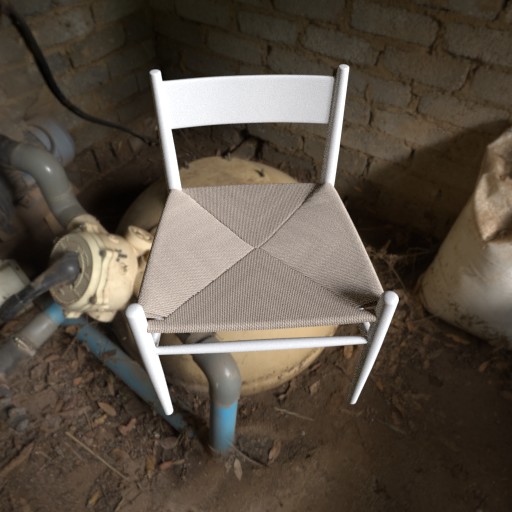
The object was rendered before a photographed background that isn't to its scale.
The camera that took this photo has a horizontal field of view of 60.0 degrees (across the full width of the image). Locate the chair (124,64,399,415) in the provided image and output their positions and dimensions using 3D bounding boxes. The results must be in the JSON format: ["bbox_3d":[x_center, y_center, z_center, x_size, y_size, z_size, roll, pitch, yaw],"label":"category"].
[{"bbox_3d":[0.000,0.000,1.126,0.556,0.762,0.495,-3,48,-2],"label":"chair"}]
